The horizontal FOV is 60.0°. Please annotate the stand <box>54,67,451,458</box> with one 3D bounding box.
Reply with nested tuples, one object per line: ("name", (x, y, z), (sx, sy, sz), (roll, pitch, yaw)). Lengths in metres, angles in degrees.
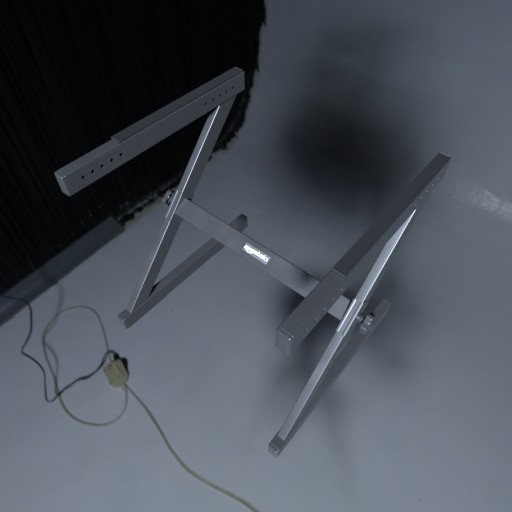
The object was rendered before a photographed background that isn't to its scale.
("stand", (0.000, 0.000, 1.178), (0.700, 0.617, 0.586), (32, 57, 24))
